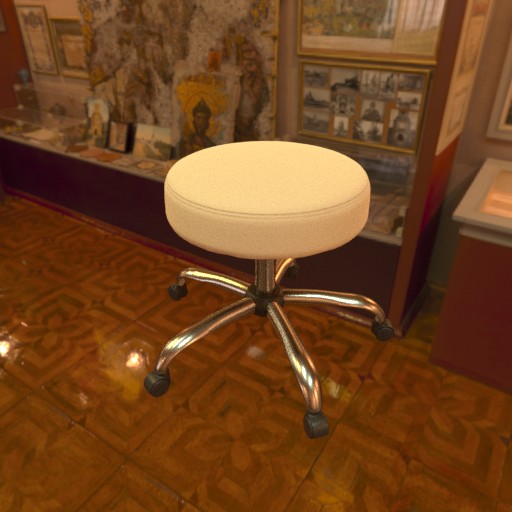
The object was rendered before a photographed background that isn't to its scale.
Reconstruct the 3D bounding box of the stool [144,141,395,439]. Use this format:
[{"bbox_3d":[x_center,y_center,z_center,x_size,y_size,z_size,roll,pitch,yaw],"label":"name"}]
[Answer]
[{"bbox_3d":[0.000,0.000,1.051,0.614,0.482,0.634,20,36,30],"label":"stool"}]
